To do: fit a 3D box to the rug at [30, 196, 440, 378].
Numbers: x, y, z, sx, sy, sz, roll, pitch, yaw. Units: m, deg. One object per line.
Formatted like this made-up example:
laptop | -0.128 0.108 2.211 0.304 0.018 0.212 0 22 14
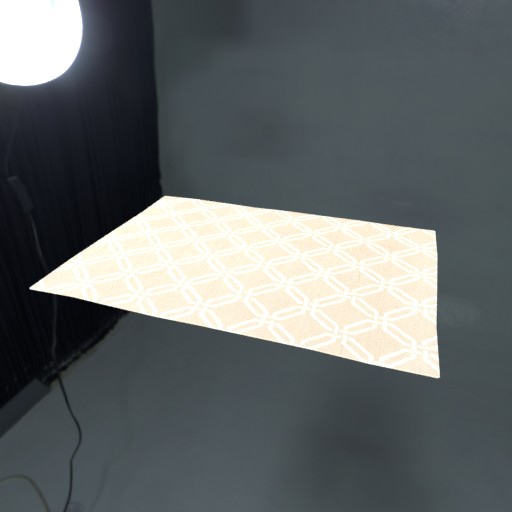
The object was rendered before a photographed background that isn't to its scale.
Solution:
rug | 0.000 0.000 2.758 2.135 0.013 1.524 9 30 17
